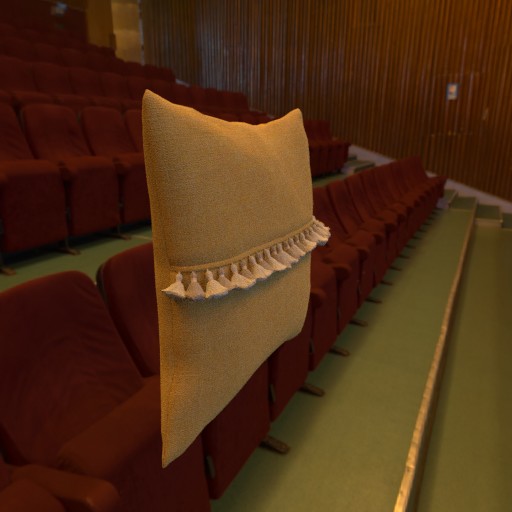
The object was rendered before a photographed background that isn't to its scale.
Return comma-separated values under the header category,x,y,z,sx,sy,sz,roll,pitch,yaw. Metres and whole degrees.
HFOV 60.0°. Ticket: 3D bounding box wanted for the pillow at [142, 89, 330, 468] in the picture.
category,x,y,z,sx,sy,sz,roll,pitch,yaw
pillow,0.000,0.000,0.730,0.167,0.481,0.485,8,17,26
